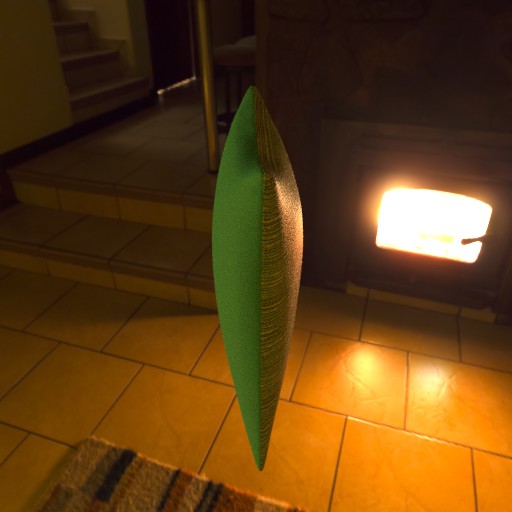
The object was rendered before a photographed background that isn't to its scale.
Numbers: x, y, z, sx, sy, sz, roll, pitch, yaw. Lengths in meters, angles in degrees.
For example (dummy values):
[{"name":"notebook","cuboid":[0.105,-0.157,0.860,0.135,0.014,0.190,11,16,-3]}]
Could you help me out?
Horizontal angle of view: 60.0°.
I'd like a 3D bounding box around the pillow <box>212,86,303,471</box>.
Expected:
[{"name":"pillow","cuboid":[0.000,0.000,0.794,0.150,0.497,0.514,-1,31,-1]}]
